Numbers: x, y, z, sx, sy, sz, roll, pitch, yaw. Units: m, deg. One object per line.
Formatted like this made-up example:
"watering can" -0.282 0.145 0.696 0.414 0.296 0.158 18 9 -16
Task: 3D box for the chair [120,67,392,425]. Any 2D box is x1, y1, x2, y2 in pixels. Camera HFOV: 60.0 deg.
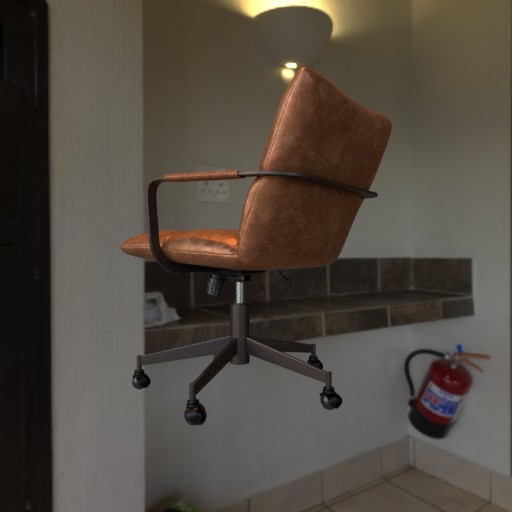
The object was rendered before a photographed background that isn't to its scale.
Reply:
"chair" 0.000 0.000 1.489 0.754 0.922 0.727 0 1 37
